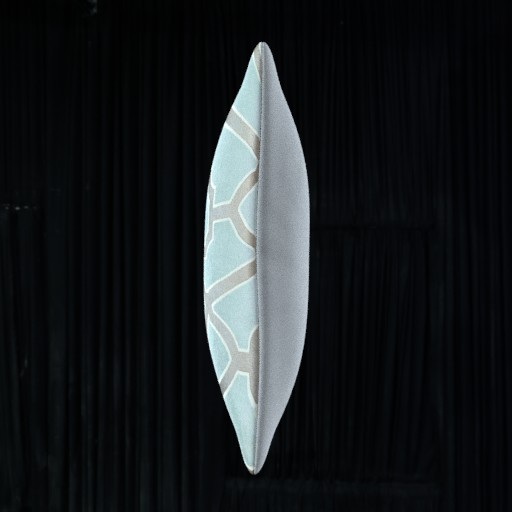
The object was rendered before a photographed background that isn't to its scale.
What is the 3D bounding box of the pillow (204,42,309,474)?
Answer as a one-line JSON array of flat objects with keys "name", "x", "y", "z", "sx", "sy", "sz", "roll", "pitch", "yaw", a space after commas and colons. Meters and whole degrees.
[{"name": "pillow", "x": 0.000, "y": 0.000, "z": 0.791, "sx": 0.166, "sy": 0.508, "sz": 0.552, "roll": 0, "pitch": 1, "yaw": -1}]
